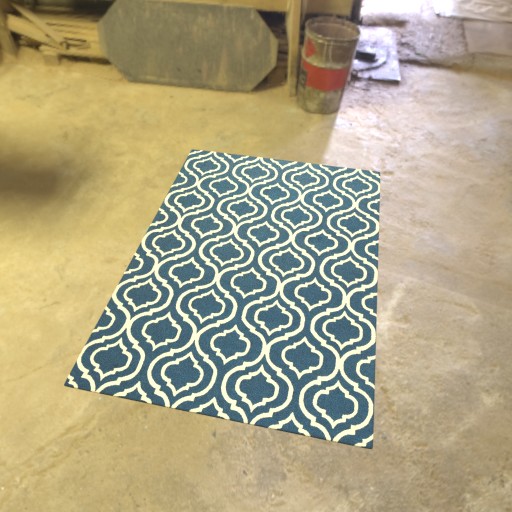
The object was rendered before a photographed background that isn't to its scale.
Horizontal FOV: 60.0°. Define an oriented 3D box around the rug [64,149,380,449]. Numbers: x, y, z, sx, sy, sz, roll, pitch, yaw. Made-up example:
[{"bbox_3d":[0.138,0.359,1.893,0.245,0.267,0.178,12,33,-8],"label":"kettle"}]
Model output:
[{"bbox_3d":[0.000,0.000,2.823,1.524,0.010,2.134,9,47,8],"label":"rug"}]
